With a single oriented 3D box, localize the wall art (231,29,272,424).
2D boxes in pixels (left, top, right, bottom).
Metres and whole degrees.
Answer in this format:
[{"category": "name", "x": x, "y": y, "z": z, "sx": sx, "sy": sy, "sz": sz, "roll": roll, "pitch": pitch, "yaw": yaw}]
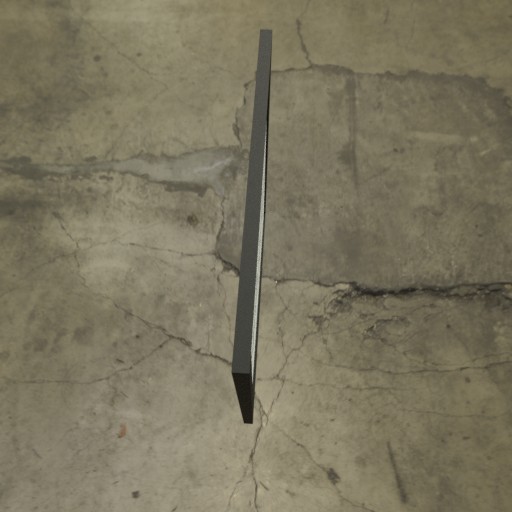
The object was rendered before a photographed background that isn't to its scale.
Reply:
[{"category": "wall art", "x": 0.000, "y": 0.000, "z": 0.546, "sx": 0.013, "sy": 0.356, "sz": 0.356, "roll": 3, "pitch": 64, "yaw": 2}]
